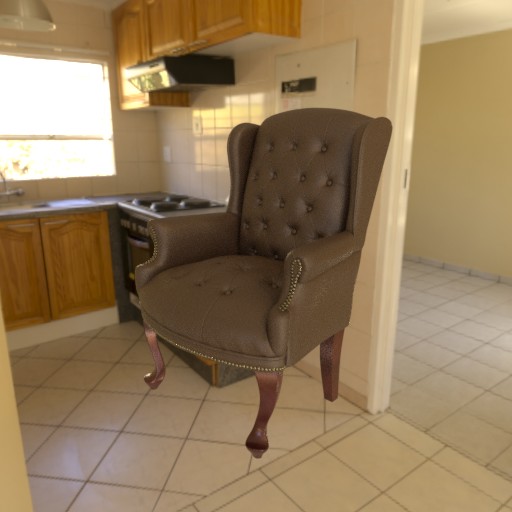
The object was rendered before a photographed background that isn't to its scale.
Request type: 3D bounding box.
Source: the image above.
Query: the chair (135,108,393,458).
[{"bbox_3d":[0.000,0.000,1.735,0.829,1.132,0.819,14,20,42],"label":"chair"}]
